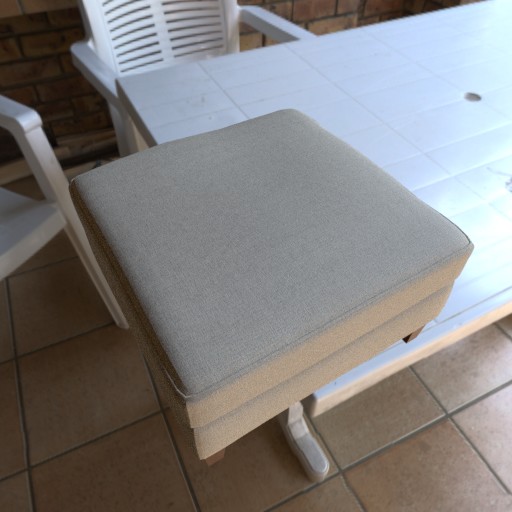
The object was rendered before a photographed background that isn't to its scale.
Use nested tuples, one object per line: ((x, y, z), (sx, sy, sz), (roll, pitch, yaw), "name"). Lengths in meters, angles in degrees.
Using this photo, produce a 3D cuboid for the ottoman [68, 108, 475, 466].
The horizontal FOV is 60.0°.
((0.000, 0.000, 1.350), (0.838, 0.503, 0.838), (-24, 51, -21), "ottoman")
